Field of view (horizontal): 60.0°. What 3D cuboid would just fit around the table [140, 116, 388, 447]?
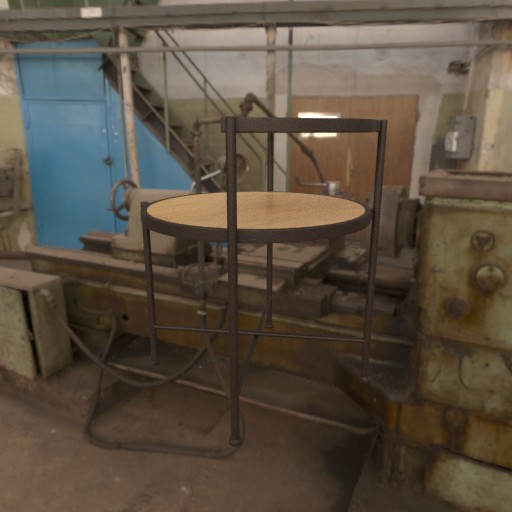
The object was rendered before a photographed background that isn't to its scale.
[{"bbox_3d":[0.000,0.000,1.167,0.628,0.684,0.629,2,16,8],"label":"table"}]
